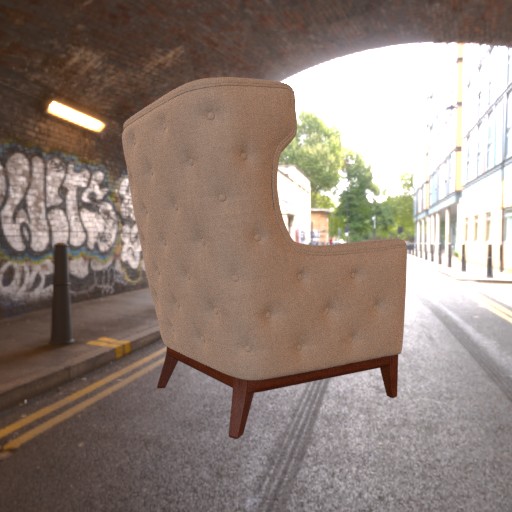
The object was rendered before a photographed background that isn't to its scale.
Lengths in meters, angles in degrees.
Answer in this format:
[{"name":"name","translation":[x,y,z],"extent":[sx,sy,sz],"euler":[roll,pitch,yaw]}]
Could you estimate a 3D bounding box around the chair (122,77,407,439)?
[{"name":"chair","translation":[0.000,0.000,1.715],"extent":[0.899,1.079,0.778],"euler":[-1,3,-36]}]
